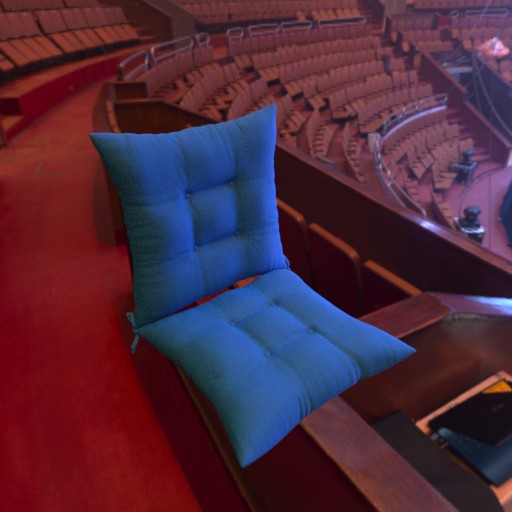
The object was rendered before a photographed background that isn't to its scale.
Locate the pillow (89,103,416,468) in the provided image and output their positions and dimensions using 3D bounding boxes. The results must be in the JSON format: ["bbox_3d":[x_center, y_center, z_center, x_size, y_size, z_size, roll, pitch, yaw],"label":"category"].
[{"bbox_3d":[0.000,0.000,1.006,0.541,0.536,0.585,-21,35,-32],"label":"pillow"}]
